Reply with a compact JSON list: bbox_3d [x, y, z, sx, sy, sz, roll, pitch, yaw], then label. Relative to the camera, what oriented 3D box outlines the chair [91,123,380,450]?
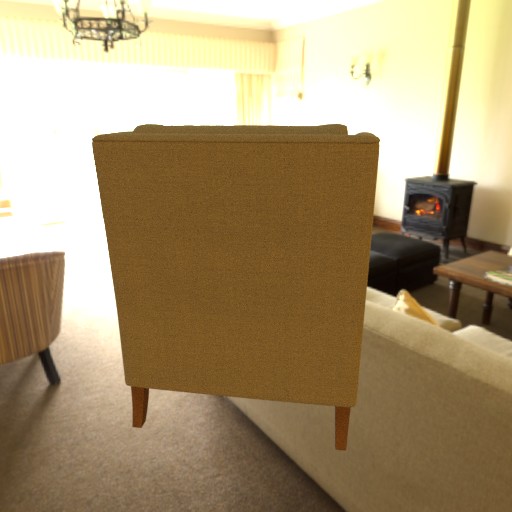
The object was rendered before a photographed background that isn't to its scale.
[{"bbox_3d":[0.000,0.000,1.830,0.866,1.056,1.040,3,17,9],"label":"chair"}]
